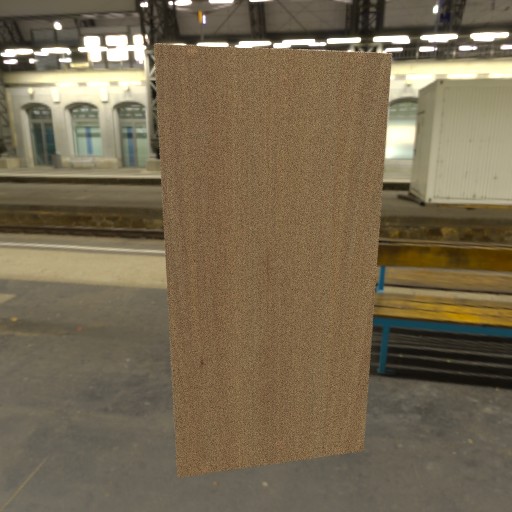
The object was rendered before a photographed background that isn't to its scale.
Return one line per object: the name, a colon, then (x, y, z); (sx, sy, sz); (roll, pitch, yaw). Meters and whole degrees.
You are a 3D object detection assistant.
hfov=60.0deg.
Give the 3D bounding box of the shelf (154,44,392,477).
shelf: (0.000, 0.000, 0.749); (0.297, 0.594, 0.290); (-3, 15, -11)
